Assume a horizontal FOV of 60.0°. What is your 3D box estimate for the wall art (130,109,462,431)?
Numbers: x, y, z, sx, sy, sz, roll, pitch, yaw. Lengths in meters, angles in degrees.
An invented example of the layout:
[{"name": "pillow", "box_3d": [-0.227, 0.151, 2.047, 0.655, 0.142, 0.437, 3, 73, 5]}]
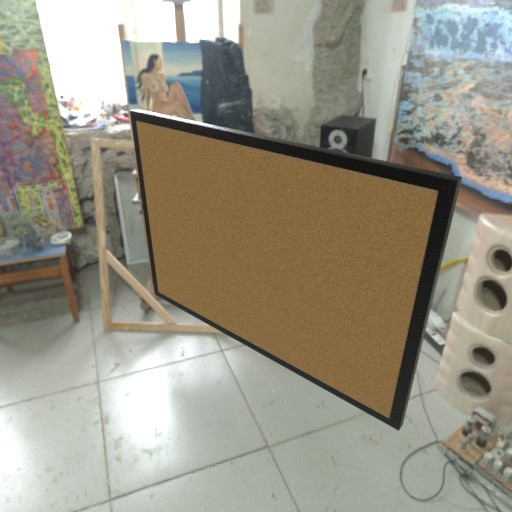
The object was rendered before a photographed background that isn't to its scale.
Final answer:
[{"name": "wall art", "box_3d": [0.000, 0.000, 0.567, 0.440, 0.306, 0.013, 22, 36, 33]}]
